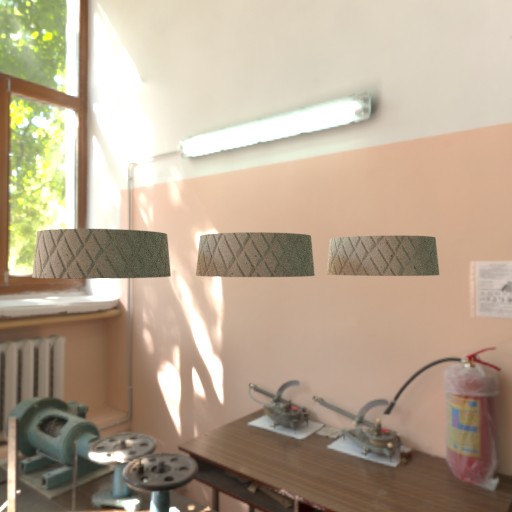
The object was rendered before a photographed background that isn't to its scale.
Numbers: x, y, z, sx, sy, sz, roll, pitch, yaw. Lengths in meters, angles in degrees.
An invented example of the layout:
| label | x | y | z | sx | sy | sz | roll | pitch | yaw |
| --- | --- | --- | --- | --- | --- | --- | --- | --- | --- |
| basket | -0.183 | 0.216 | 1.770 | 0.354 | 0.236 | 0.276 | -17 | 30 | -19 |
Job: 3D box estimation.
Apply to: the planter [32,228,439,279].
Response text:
| label | x | y | z | sx | sy | sz | roll | pitch | yaw |
| --- | --- | --- | --- | --- | --- | --- | --- | --- | --- |
| planter | 0.000 | 0.000 | 0.428 | 0.390 | 0.038 | 0.114 | 0 | -1 | -17 |
